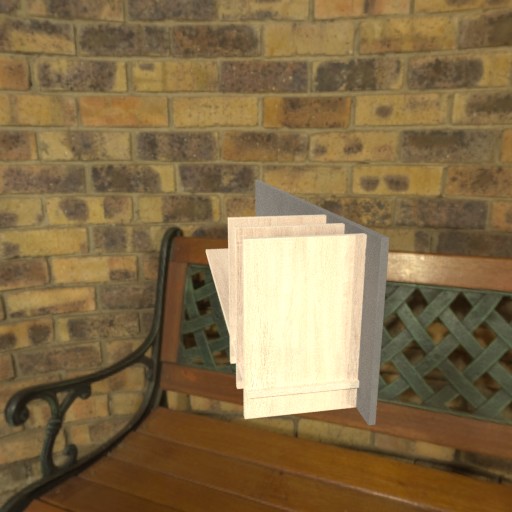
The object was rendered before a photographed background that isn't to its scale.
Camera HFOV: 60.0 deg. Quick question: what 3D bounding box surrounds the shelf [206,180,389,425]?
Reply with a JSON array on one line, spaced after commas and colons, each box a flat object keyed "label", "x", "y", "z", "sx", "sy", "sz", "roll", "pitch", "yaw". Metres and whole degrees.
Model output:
[{"label": "shelf", "x": 0.000, "y": 0.000, "z": 1.128, "sx": 0.200, "sy": 0.300, "sz": 1.020, "roll": -3, "pitch": 14, "yaw": -10}]
